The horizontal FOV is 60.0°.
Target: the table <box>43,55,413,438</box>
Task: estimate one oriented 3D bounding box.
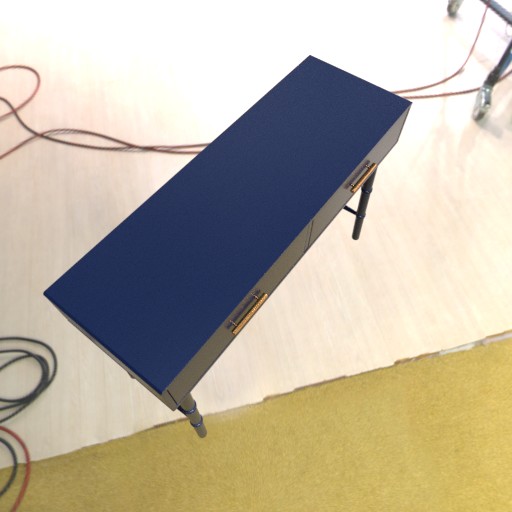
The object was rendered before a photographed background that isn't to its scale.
[{"bbox_3d":[0.000,0.000,1.516,0.399,0.749,1.118,34,65,18],"label":"table"}]
